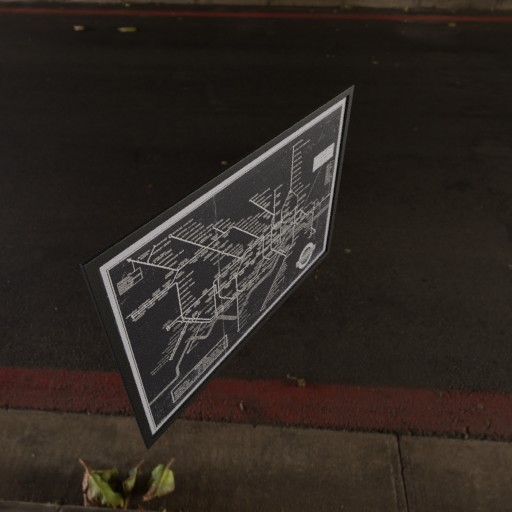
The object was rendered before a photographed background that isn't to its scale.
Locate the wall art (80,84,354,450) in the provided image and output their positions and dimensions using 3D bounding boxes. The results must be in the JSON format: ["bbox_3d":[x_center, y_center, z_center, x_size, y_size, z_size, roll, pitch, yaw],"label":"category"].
[{"bbox_3d":[0.000,0.000,1.519,0.013,0.811,1.192,26,48,26],"label":"wall art"}]
